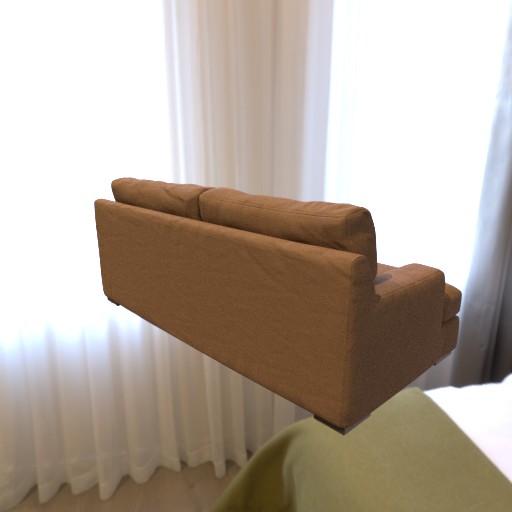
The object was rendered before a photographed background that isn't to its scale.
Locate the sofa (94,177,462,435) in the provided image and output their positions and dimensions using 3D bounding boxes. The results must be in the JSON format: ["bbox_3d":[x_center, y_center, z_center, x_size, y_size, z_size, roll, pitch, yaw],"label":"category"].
[{"bbox_3d":[0.000,0.000,2.864,1.140,0.950,2.274,-14,20,-42],"label":"sofa"}]
